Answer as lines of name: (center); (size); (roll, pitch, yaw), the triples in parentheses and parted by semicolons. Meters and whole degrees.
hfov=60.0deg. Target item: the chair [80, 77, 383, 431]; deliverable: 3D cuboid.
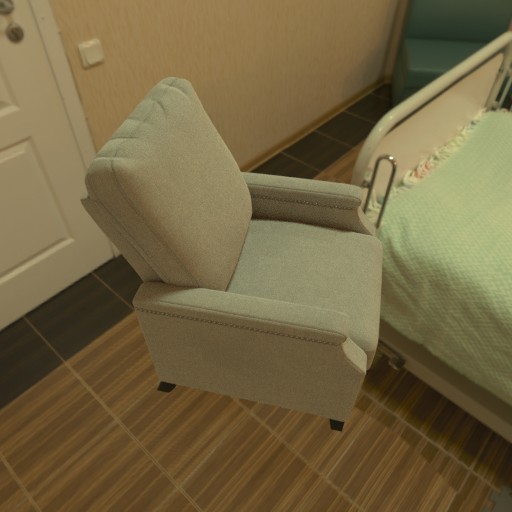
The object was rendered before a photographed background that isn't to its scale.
chair: (0.000, 0.000, 1.606); (0.922, 1.049, 0.710); (10, 47, 9)
